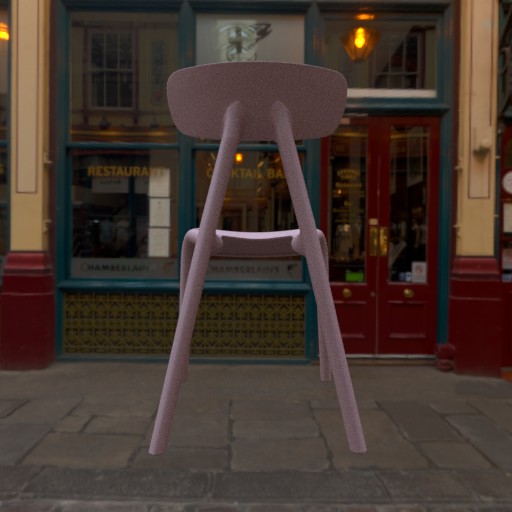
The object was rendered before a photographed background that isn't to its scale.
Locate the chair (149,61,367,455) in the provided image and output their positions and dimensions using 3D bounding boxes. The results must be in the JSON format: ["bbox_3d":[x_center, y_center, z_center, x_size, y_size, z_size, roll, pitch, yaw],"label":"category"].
[{"bbox_3d":[0.000,0.000,0.841,0.356,0.580,0.401,0,0,-1],"label":"chair"}]
